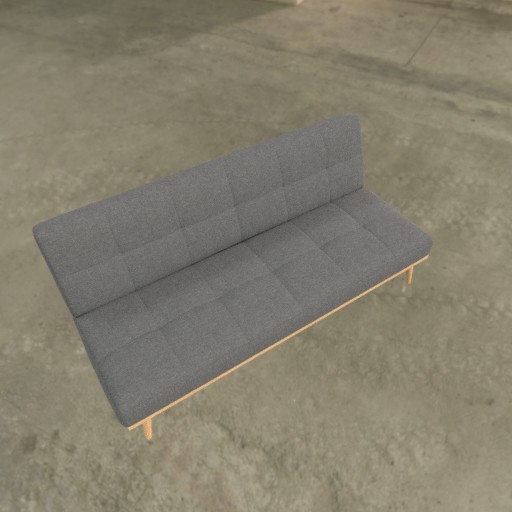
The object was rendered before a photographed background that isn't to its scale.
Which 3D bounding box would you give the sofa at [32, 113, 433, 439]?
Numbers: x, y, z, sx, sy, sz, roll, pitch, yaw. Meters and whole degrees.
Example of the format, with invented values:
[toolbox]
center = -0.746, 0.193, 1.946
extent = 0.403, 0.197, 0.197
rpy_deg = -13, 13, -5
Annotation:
[sofa]
center = 0.000, 0.000, 2.256
extent = 1.820, 0.770, 0.820
rpy_deg = -25, 51, -22
